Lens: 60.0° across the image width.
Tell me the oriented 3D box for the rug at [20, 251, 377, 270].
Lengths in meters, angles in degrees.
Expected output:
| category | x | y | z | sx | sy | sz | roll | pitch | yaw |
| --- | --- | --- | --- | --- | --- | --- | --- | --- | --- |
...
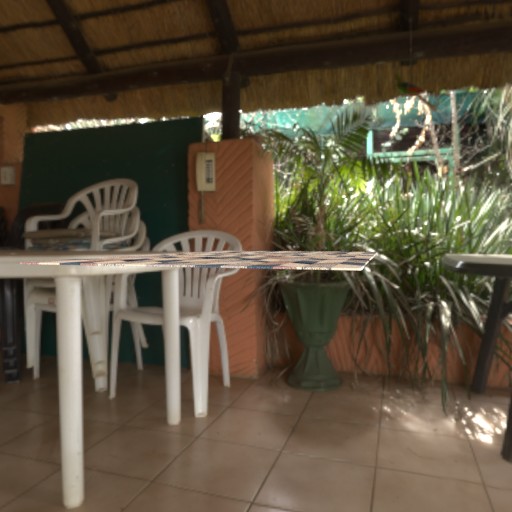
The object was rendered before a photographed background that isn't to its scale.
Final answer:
| category | x | y | z | sx | sy | sz | roll | pitch | yaw |
| --- | --- | --- | --- | --- | --- | --- | --- | --- | --- |
| rug | 0.000 | 0.000 | 2.951 | 1.513 | 0.008 | 2.423 | 1 | 2 | 17 |
